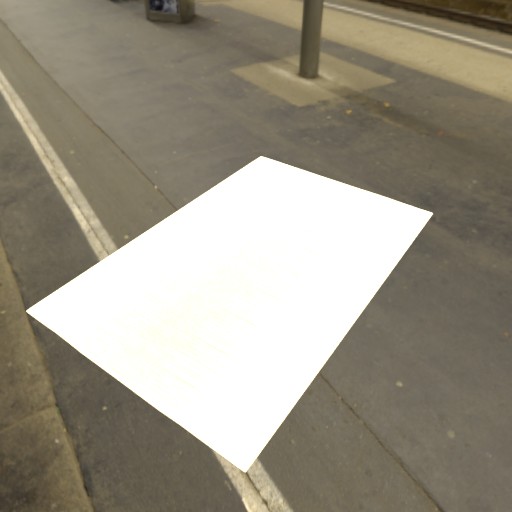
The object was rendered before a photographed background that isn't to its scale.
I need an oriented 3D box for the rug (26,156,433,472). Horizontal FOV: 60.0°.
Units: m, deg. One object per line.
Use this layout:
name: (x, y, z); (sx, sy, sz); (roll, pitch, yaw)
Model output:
rug: (0.000, 0.000, 2.297); (1.234, 0.006, 1.850); (25, 46, 27)
